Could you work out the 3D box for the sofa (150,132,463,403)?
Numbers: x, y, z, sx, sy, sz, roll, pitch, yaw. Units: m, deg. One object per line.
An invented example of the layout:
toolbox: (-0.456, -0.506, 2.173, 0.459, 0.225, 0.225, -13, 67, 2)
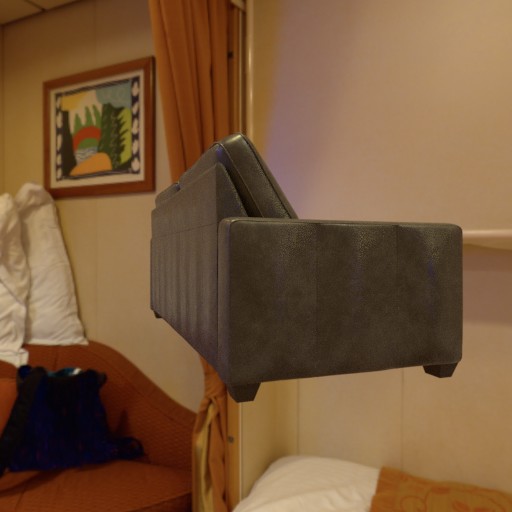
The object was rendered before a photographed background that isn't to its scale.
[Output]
sofa: (0.000, 0.000, 2.481, 0.939, 0.916, 2.081, 0, 0, -20)
